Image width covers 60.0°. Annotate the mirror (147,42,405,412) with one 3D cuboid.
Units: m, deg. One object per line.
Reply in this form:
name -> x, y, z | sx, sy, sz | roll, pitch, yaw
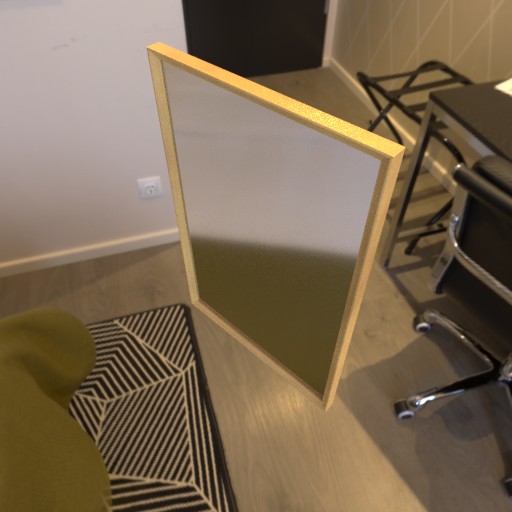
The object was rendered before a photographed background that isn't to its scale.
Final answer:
mirror -> 0.000, 0.000, 1.161 | 0.609, 0.915, 0.041 | 34, 55, 28
